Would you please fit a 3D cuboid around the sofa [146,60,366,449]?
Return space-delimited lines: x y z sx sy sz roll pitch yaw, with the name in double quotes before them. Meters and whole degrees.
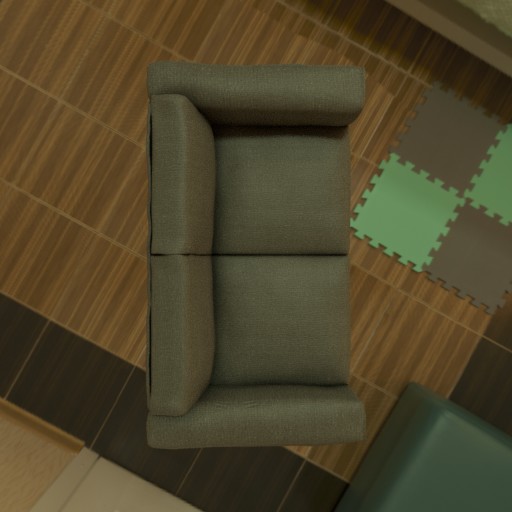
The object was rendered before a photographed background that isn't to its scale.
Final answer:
"sofa" 0.000 0.000 2.139 0.960 0.656 1.690 0 90 -2
